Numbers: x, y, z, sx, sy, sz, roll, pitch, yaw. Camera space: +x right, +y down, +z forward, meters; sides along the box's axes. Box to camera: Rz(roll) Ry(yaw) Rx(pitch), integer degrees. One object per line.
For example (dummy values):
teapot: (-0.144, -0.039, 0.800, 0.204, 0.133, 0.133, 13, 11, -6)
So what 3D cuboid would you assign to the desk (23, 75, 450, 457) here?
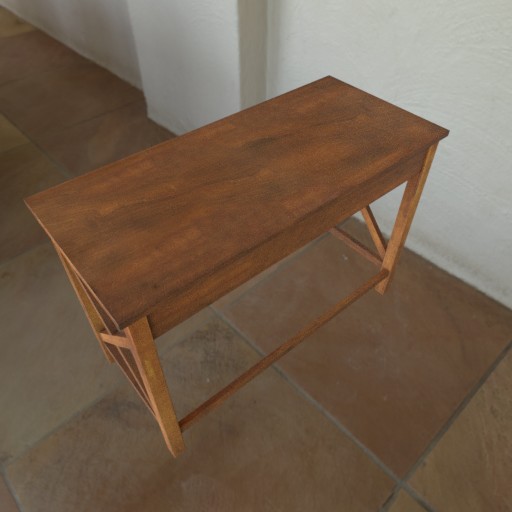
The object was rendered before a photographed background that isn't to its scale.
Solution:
desk: (0.000, 0.000, 1.511, 1.117, 0.762, 0.508, -31, 54, -26)
